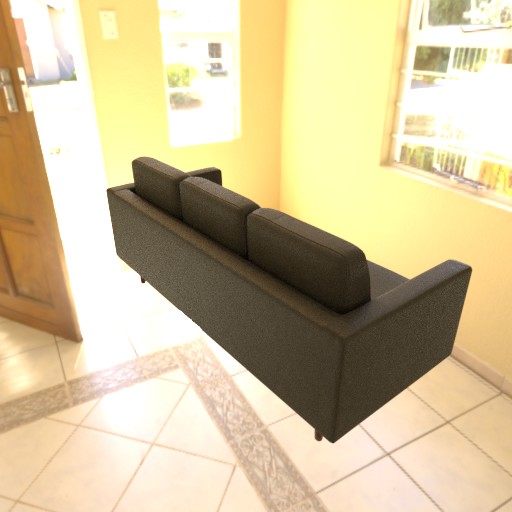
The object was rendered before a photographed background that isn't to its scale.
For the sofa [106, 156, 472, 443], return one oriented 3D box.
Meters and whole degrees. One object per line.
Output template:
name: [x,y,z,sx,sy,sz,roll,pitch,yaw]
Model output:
sofa: [0.000,0.000,2.502,0.879,0.899,2.029,-20,33,-34]
